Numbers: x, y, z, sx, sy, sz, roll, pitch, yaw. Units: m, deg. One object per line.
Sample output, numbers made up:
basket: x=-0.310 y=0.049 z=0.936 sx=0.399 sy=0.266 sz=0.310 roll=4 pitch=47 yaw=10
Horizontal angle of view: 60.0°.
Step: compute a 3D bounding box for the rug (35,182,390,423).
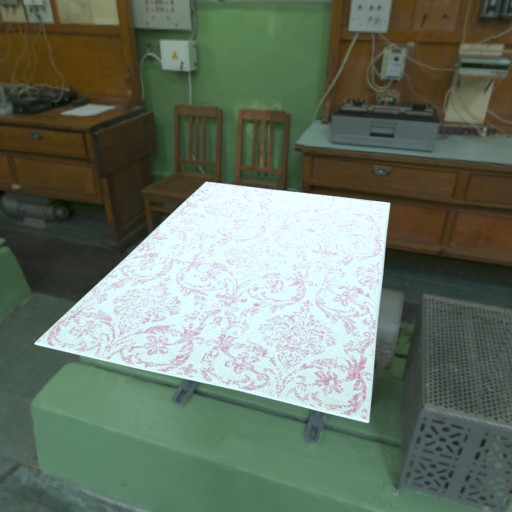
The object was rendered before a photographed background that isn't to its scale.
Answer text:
rug: x=0.000 y=0.000 z=2.861 sx=1.598 sy=0.014 sz=2.202 roll=9 pitch=32 yaw=14
